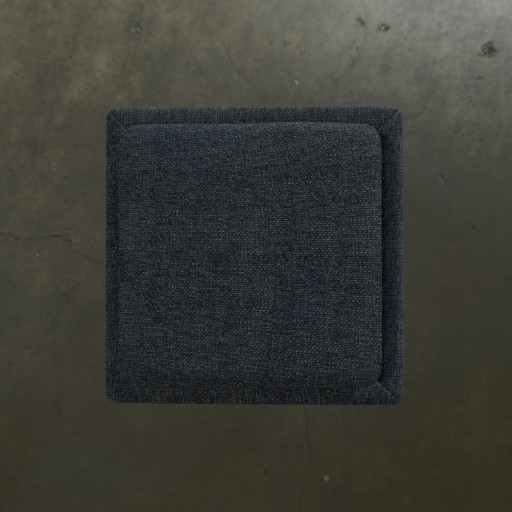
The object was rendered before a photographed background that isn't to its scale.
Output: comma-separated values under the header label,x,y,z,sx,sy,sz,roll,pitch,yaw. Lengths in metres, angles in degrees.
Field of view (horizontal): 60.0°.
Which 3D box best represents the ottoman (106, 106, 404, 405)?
label,x,y,z,sx,sy,sz,roll,pitch,yaw
ottoman,0.000,0.000,0.833,0.450,0.460,0.450,0,90,1
